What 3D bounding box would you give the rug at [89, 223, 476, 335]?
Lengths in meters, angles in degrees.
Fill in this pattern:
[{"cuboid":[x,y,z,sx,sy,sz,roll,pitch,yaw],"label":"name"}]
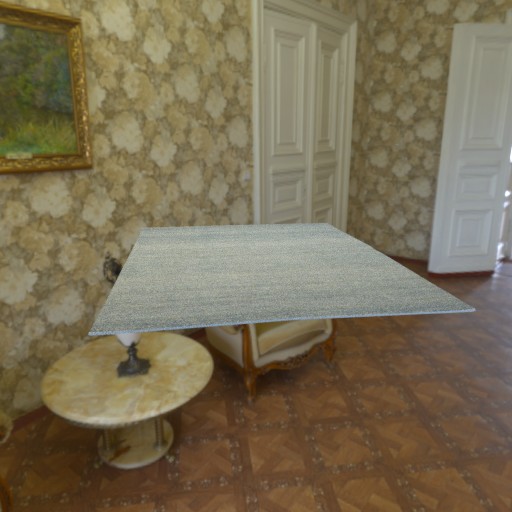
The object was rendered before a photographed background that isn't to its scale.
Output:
[{"cuboid":[0.000,0.000,4.284,2.461,0.046,3.237,-2,15,-8],"label":"rug"}]
